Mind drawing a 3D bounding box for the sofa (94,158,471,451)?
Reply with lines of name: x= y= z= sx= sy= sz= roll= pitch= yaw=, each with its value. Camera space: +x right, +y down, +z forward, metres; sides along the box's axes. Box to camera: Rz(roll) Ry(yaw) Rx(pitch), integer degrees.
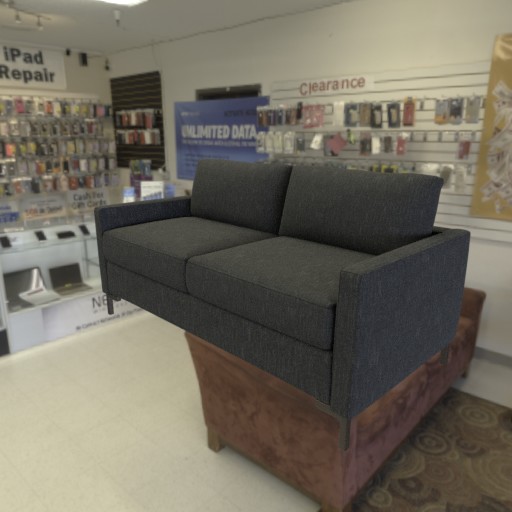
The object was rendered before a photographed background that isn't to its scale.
sofa: x=0.000 y=0.000 z=2.175 sx=1.716 sy=0.862 sz=0.866 roll=15 pitch=22 yaw=43
